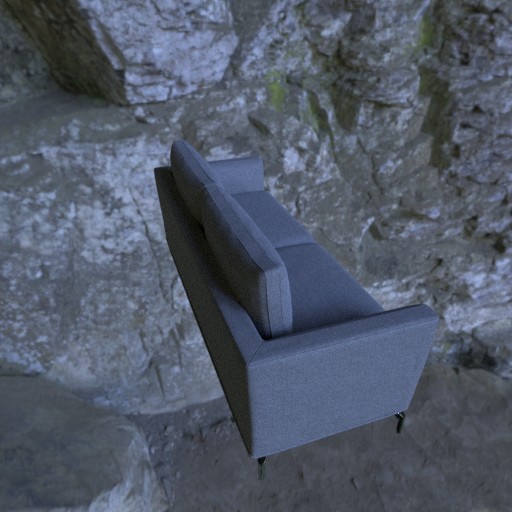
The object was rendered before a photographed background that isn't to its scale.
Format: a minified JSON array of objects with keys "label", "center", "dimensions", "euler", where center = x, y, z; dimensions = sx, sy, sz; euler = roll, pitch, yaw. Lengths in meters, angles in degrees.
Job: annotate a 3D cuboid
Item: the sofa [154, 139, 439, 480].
[{"label":"sofa","center":[0.000,0.000,2.702],"dimensions":[0.869,1.002,2.212],"euler":[-10,32,-17]}]
